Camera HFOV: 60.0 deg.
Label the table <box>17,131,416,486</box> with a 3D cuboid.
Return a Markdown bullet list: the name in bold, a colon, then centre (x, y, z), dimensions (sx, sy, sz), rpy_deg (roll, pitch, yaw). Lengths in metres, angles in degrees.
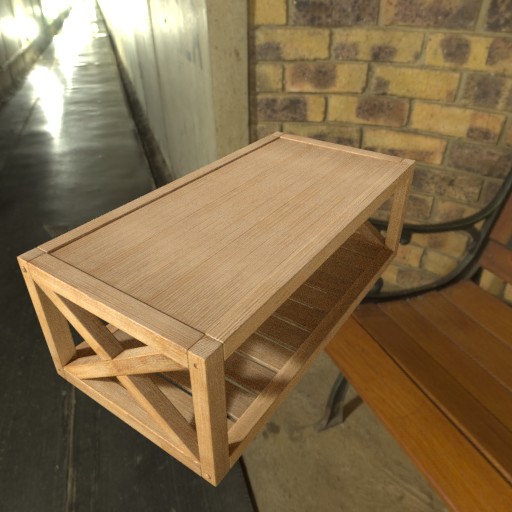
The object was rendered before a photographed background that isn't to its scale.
- **table**: centre (0.000, 0.000, 1.607), dimensions (0.660, 0.457, 1.321), rpy_deg (21, 39, 28)
